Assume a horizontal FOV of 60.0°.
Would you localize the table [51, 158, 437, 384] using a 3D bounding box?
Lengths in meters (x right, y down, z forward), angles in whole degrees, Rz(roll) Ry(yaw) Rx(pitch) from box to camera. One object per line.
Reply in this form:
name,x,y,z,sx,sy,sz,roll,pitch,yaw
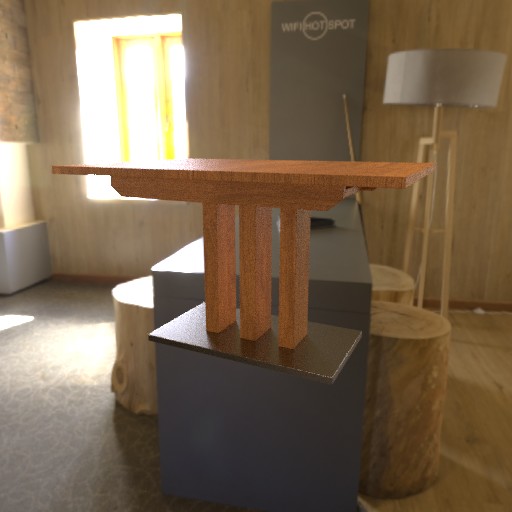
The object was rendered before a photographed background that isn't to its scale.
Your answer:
table,0.000,0.000,1.899,1.300,0.770,0.900,7,16,25
